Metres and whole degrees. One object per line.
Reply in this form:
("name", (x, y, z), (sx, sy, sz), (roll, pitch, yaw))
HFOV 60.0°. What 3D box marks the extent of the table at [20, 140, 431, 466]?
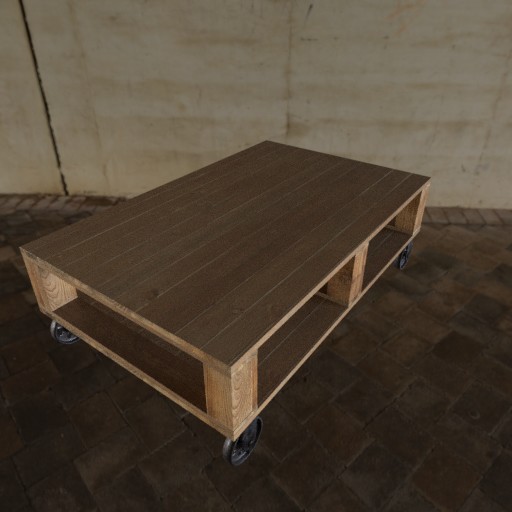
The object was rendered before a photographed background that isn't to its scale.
("table", (0.000, 0.000, 1.689), (0.827, 0.413, 1.299), (21, 38, 30))
